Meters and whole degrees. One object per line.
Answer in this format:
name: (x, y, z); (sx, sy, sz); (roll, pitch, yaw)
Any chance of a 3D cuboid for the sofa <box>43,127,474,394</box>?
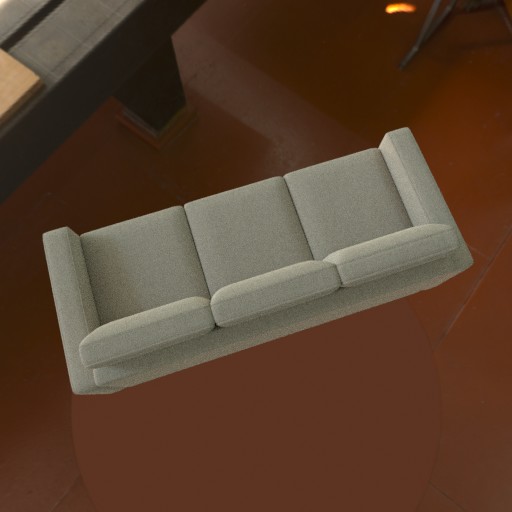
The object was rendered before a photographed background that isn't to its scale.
sofa: (0.000, 0.000, 2.508); (2.160, 0.800, 0.900); (-17, 74, -5)
